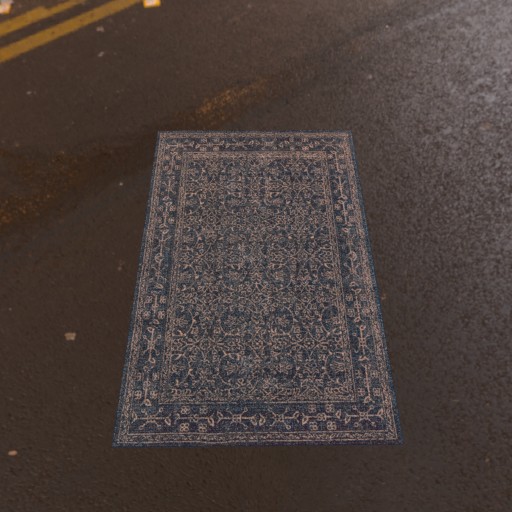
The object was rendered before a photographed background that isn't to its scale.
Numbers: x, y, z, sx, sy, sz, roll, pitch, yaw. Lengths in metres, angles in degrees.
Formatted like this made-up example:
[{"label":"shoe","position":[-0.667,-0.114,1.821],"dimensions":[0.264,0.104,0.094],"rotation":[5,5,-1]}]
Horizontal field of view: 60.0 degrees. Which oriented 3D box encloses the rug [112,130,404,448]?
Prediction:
[{"label":"rug","position":[0.000,0.000,2.285],"dimensions":[1.200,0.005,1.819],"rotation":[0,59,0]}]
